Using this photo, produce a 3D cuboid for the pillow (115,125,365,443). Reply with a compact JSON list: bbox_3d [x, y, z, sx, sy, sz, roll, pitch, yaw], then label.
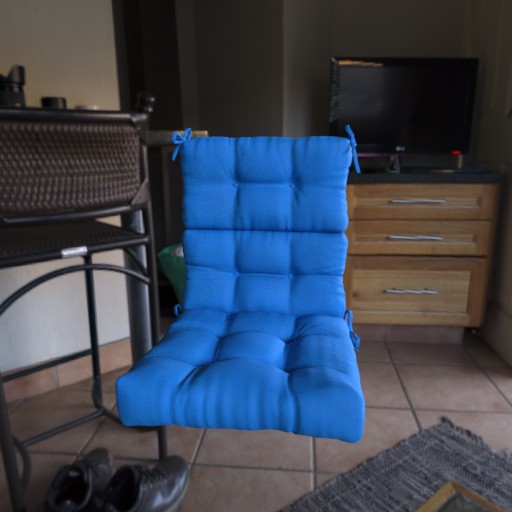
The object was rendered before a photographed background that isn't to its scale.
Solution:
[{"bbox_3d":[0.000,0.000,1.031,0.519,0.605,0.571,2,13,8],"label":"pillow"}]
